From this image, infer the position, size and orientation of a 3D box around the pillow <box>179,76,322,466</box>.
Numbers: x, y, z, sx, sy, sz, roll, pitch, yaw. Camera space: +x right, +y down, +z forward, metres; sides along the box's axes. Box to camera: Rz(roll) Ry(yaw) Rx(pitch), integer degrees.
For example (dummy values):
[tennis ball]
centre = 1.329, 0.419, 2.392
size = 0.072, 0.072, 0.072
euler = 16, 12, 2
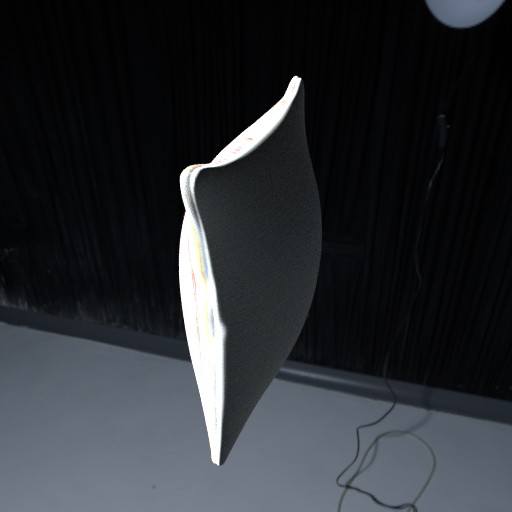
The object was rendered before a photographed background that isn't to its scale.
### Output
[pillow]
centre = 0.000, 0.000, 0.683
size = 0.191, 0.449, 0.451
euler = 9, 33, 14
